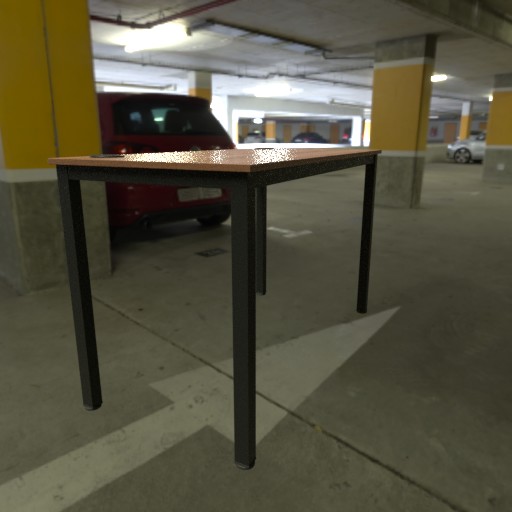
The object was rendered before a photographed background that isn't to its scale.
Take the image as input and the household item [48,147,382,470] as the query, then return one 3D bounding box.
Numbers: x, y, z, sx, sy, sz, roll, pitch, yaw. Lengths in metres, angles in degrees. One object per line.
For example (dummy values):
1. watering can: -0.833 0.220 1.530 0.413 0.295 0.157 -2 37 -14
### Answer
1. household item: 0.000 0.000 1.630 0.600 0.750 1.200 8 17 27
